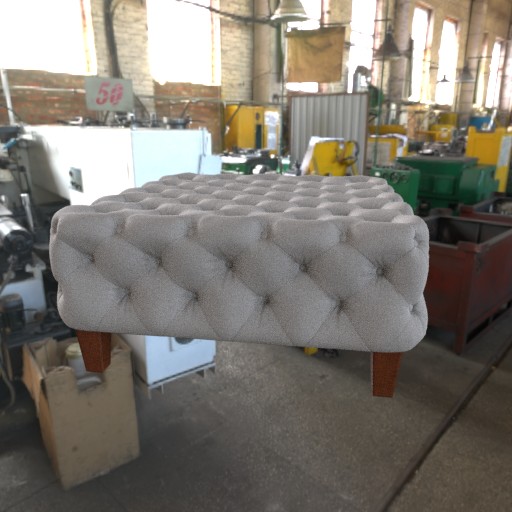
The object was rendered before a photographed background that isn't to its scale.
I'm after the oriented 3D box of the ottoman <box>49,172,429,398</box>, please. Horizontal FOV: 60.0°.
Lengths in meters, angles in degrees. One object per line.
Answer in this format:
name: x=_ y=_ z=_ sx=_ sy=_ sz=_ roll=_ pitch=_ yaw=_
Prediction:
ottoman: x=0.000 y=0.000 z=1.189 sx=0.758 sy=0.365 sz=0.764 roll=3 pitch=17 yaw=8
